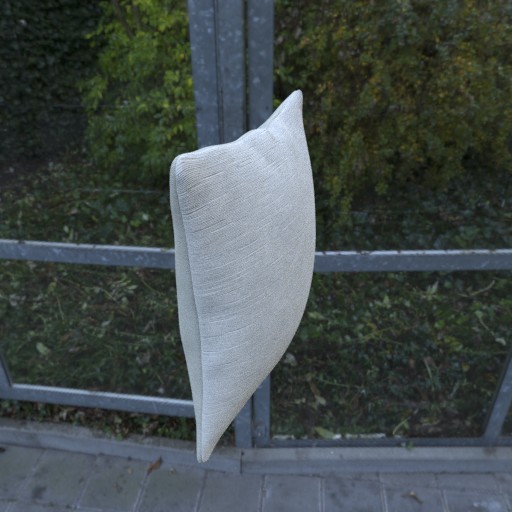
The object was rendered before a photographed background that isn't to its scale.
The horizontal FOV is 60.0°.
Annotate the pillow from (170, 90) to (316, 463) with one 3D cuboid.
[{"bbox_3d":[0.000,0.000,0.670,0.162,0.420,0.437,10,30,17],"label":"pillow"}]
